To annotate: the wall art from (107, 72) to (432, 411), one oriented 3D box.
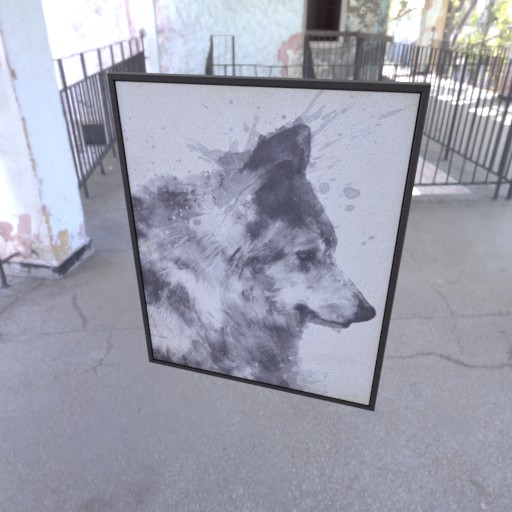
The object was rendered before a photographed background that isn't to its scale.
[{"bbox_3d":[0.000,0.000,0.734,0.451,0.551,0.028,8,29,15],"label":"wall art"}]
